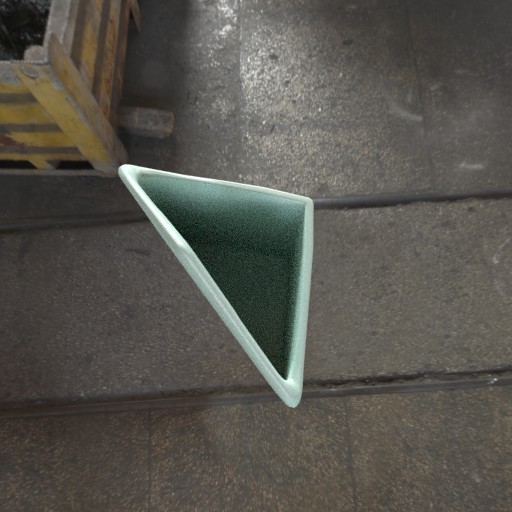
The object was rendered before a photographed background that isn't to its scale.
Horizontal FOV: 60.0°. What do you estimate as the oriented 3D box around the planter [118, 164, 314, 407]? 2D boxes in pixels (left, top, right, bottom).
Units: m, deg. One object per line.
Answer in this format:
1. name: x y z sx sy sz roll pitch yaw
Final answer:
1. planter: 0.000 0.000 0.277 0.079 0.197 0.164 -36 78 -9
